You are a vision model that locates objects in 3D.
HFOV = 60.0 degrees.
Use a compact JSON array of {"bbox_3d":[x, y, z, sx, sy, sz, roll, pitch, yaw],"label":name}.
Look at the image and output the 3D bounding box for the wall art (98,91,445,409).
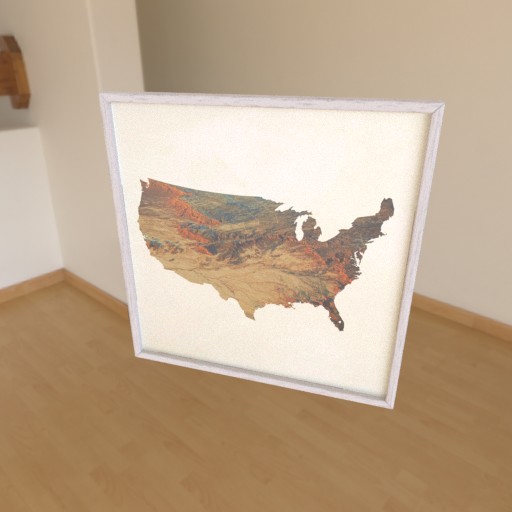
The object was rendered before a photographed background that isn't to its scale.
[{"bbox_3d":[0.000,0.000,1.888,1.287,1.288,0.078,7,26,15],"label":"wall art"}]
